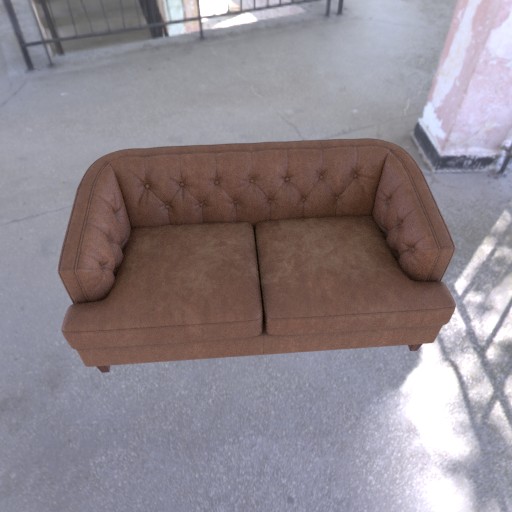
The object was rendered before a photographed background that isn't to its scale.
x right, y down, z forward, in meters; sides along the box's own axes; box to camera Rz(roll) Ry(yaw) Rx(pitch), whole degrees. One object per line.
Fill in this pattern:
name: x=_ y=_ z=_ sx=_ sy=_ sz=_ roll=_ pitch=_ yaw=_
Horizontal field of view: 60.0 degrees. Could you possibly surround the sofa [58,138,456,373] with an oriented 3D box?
sofa: x=0.000 y=0.000 z=2.289 sx=1.755 sy=0.786 sz=0.914 roll=-3 pitch=47 yaw=-3
